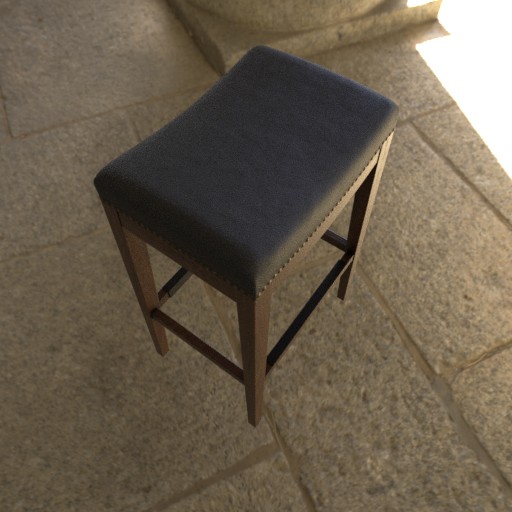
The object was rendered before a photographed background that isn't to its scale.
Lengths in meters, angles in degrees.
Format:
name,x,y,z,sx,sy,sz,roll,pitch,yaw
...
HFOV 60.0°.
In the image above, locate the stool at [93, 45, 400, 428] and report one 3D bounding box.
name,x,y,z,sx,sy,sz,roll,pitch,yaw
stool,0.000,0.000,1.044,0.361,0.765,0.500,32,63,19
